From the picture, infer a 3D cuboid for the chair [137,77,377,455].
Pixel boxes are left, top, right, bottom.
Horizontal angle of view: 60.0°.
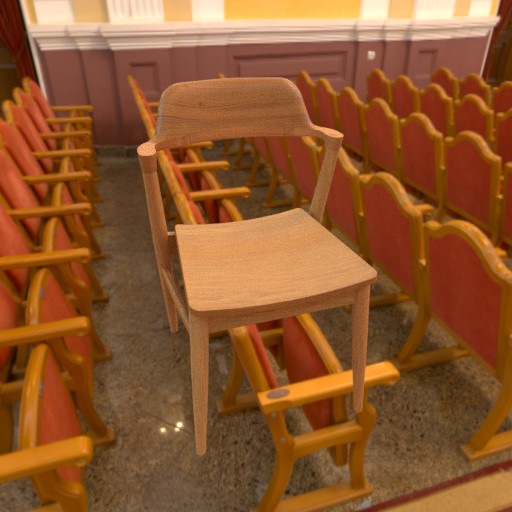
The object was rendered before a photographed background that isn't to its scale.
[{"bbox_3d":[0.000,0.000,1.149,0.512,0.792,0.499,-9,32,-15],"label":"chair"}]
